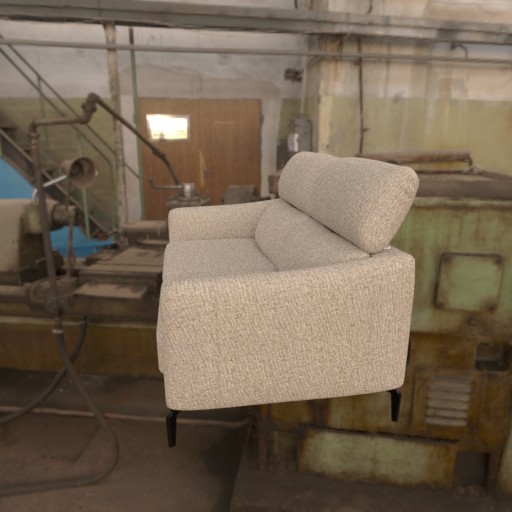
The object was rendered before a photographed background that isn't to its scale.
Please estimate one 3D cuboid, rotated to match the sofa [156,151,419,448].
[{"bbox_3d":[0.000,0.000,2.143,0.905,0.950,1.540,-3,16,-9],"label":"sofa"}]
